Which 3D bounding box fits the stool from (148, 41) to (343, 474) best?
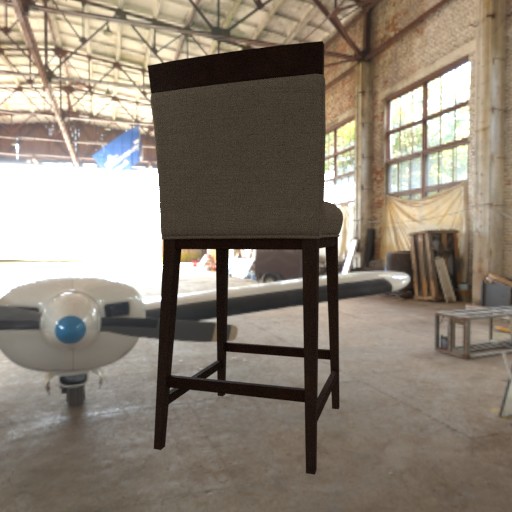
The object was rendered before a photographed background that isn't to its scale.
[{"bbox_3d":[0.000,0.000,1.438,0.511,1.117,0.531,0,1,18],"label":"stool"}]
